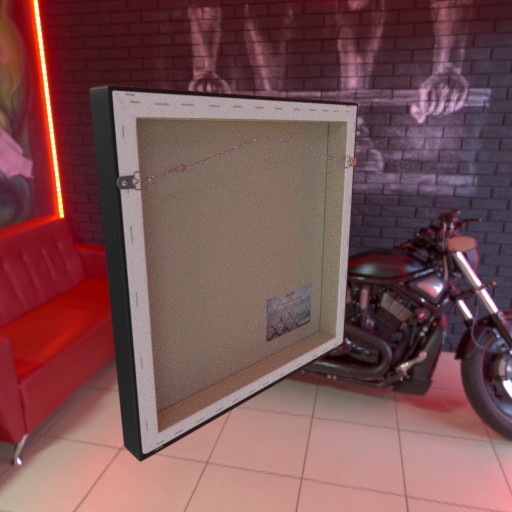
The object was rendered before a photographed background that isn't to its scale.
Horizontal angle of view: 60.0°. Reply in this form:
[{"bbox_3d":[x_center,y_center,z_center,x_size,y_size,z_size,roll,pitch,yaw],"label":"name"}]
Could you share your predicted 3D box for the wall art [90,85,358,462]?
[{"bbox_3d":[0.000,0.000,0.599,0.406,0.407,0.041,-15,22,-43],"label":"wall art"}]
